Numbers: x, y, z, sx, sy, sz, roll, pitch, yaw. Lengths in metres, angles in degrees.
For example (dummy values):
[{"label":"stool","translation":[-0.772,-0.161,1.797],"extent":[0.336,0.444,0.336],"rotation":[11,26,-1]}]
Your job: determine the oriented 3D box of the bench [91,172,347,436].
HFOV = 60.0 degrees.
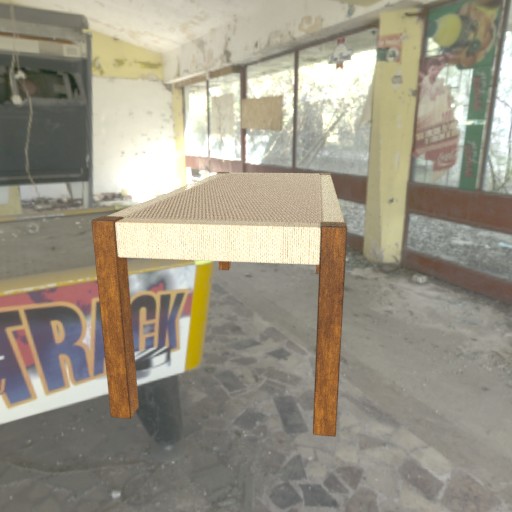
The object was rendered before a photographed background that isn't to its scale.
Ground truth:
[{"label":"bench","translation":[0.000,0.000,1.491],"extent":[0.507,0.457,1.198],"rotation":[2,15,7]}]
